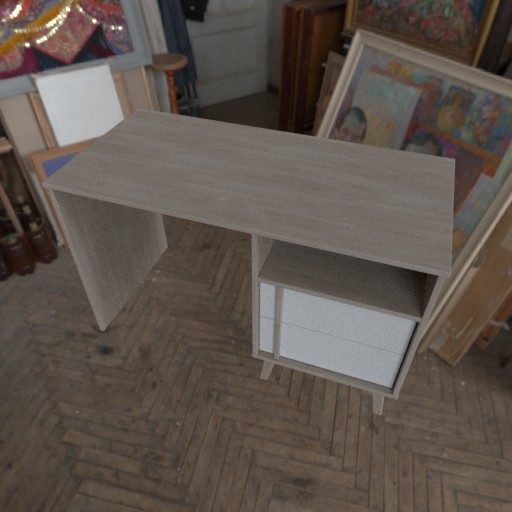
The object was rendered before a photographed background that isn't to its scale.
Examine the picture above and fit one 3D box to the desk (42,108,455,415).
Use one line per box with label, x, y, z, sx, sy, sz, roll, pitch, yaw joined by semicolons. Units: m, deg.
desk;0.000;0.000;1.737;1.251;0.770;0.600;13;44;14
